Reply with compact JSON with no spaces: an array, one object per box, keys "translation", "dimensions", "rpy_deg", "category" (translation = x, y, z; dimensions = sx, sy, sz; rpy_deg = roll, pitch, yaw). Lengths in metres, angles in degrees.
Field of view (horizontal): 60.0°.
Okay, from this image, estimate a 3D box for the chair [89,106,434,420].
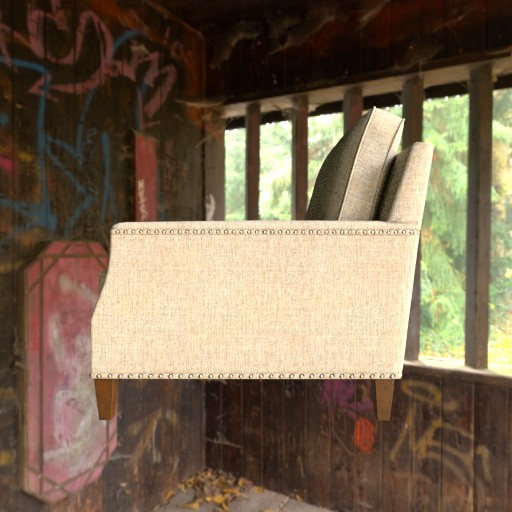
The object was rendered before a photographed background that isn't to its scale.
[{"translation":[0.000,0.000,1.682],"dimensions":[1.014,0.943,0.853],"rpy_deg":[0,1,0],"category":"chair"}]
